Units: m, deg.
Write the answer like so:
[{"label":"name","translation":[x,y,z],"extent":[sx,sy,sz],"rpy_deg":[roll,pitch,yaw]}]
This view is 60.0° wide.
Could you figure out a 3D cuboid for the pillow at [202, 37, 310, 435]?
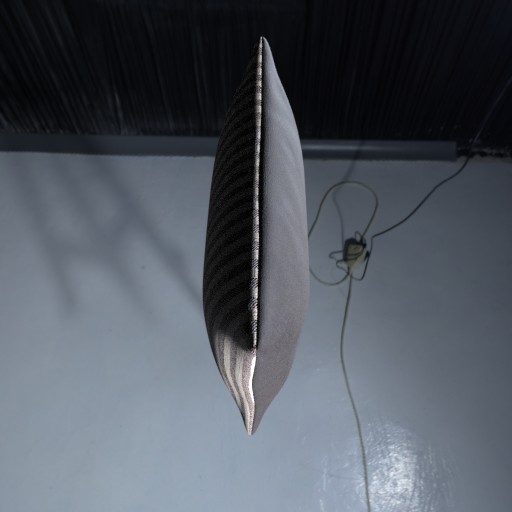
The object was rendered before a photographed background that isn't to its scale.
[{"label":"pillow","translation":[0.000,0.000,0.781],"extent":[0.166,0.506,0.523],"rpy_deg":[1,59,1]}]
